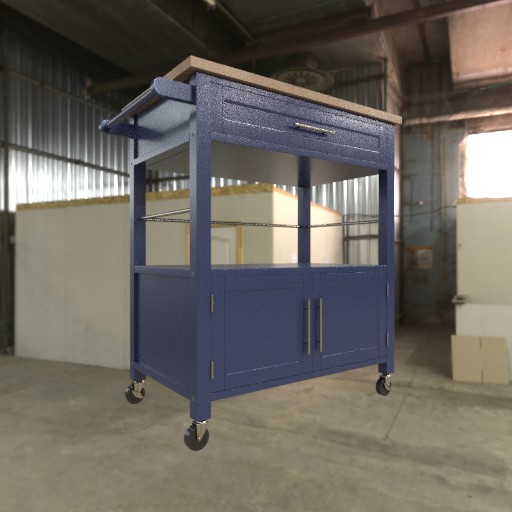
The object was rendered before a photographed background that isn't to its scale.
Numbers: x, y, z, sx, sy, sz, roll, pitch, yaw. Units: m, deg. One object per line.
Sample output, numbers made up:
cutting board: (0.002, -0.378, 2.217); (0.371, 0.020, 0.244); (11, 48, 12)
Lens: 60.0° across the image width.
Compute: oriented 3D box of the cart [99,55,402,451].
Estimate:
cart: (0.000, 0.000, 1.377); (0.840, 0.901, 0.459); (0, 0, -36)
